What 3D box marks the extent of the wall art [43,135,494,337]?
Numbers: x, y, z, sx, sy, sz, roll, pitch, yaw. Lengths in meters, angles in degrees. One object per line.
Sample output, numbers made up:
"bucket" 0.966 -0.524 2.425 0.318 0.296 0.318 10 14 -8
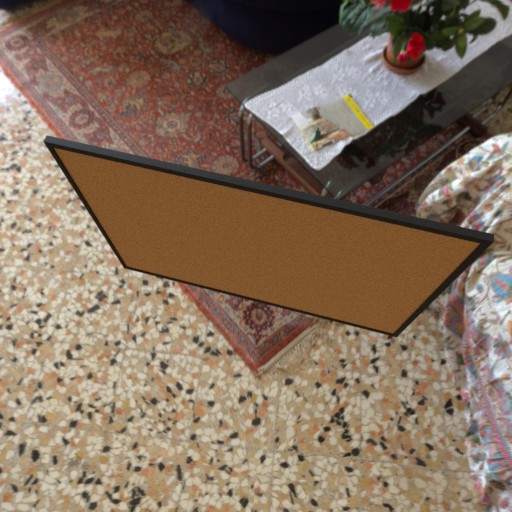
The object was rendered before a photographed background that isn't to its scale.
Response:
"wall art" 0.000 0.000 0.841 0.664 0.458 0.013 14 64 7
